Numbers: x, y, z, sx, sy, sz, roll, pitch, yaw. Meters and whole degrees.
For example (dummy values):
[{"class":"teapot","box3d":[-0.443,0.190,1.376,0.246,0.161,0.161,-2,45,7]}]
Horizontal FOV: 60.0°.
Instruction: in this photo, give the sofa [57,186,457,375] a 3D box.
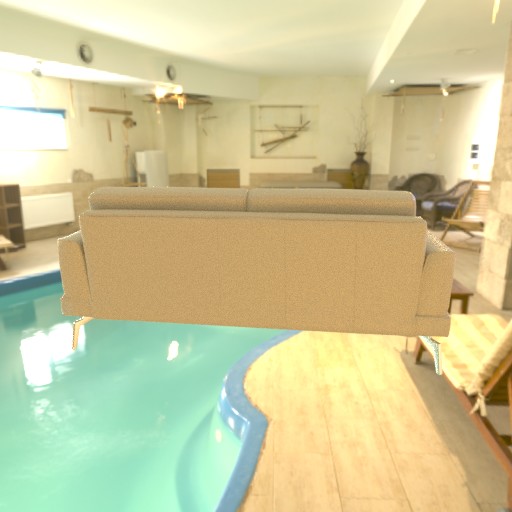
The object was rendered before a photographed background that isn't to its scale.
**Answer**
[{"class":"sofa","box3d":[0.000,0.000,2.840,2.177,0.930,1.121,2,14,8]}]
